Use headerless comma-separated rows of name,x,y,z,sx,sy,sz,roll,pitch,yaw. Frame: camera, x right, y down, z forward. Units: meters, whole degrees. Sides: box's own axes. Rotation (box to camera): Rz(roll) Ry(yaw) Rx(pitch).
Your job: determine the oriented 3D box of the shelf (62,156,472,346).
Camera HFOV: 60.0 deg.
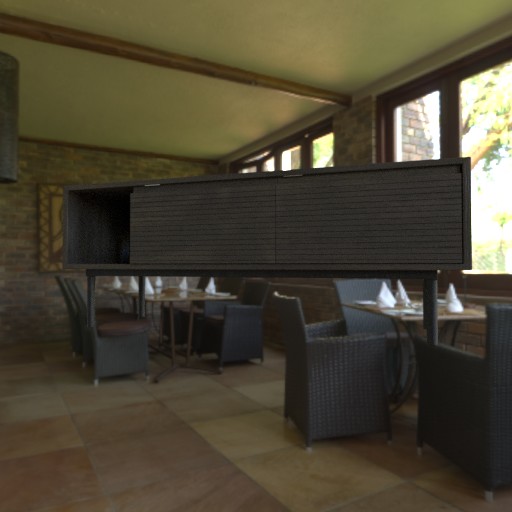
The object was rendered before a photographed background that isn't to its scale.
shelf,0.000,0.000,1.526,1.300,0.495,0.400,0,-1,19
